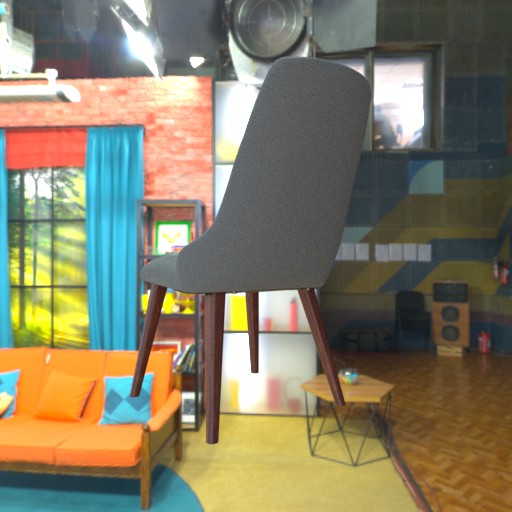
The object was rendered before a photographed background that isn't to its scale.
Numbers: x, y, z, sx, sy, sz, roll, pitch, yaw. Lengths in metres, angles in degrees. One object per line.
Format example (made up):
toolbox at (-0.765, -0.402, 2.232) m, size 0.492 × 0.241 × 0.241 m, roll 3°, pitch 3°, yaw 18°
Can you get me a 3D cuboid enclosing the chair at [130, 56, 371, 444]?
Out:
chair at (0.000, 0.000, 1.338) m, size 0.535 × 0.918 × 0.707 m, roll 0°, pitch 0°, yaw -36°
